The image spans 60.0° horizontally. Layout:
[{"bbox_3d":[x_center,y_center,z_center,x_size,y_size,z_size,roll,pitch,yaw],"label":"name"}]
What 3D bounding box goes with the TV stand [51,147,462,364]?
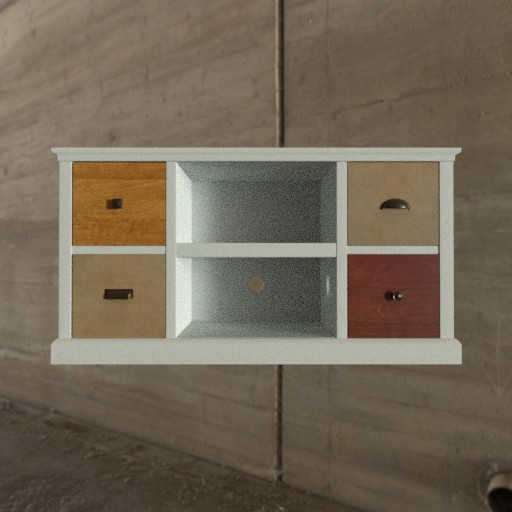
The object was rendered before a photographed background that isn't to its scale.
[{"bbox_3d":[0.000,0.000,1.476,1.187,0.624,0.424,0,-1,0],"label":"TV stand"}]
